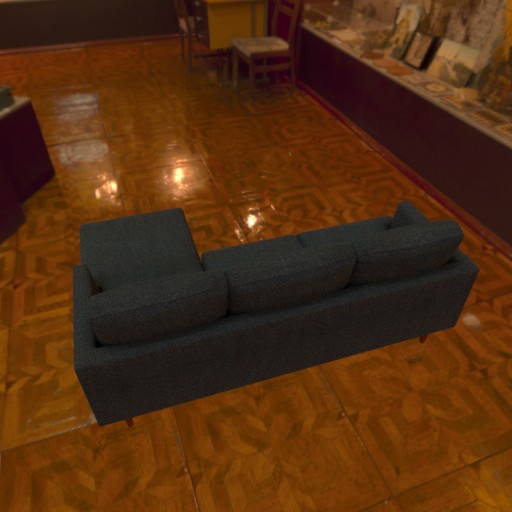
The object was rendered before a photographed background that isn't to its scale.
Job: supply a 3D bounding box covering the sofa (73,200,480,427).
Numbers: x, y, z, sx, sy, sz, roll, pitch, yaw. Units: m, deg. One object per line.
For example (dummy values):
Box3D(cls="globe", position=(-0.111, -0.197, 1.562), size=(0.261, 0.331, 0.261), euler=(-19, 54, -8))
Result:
Box3D(cls="sofa", position=(0.000, 0.000, 2.944), size=(2.233, 0.956, 1.504), euler=(-12, 42, -14))
